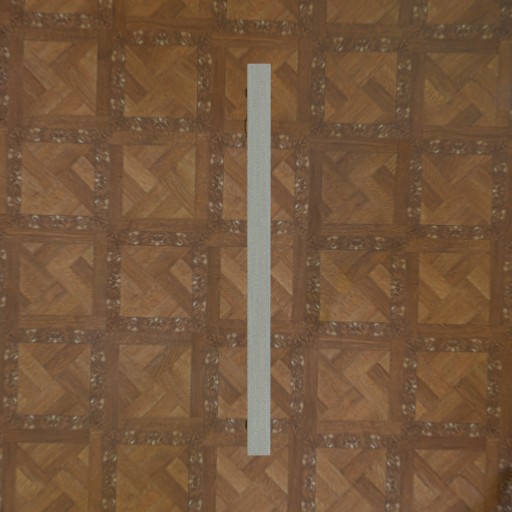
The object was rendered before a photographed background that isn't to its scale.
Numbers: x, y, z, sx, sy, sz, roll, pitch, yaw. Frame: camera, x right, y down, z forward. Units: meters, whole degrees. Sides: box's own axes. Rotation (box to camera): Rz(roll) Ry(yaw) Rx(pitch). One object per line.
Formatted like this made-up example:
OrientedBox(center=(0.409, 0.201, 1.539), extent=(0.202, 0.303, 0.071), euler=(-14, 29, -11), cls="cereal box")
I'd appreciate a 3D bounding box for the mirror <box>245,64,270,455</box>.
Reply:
OrientedBox(center=(0.000, 0.000, 1.146), extent=(0.040, 0.915, 0.609), euler=(0, 91, 0), cls="mirror")
